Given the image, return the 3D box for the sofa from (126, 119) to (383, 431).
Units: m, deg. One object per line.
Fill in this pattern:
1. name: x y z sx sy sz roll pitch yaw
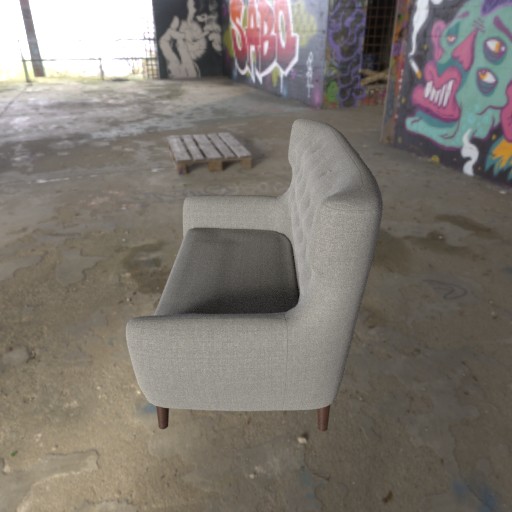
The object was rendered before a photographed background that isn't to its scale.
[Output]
1. sofa: 0.000 0.000 2.073 0.884 1.028 1.386 0 27 1
